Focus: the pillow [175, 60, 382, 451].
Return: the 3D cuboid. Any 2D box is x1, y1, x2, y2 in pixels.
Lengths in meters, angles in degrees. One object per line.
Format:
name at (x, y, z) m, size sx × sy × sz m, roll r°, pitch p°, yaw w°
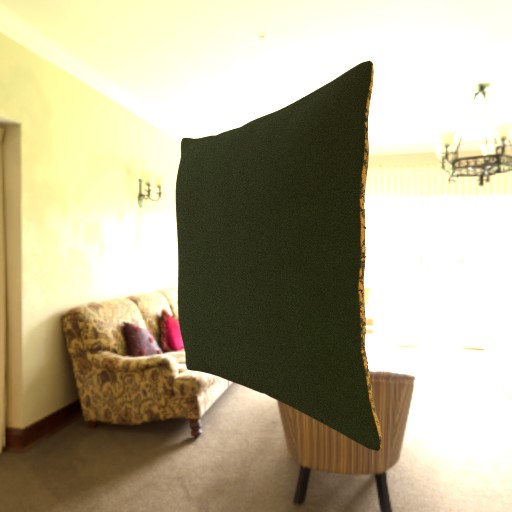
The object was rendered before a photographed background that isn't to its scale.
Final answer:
pillow at (0.000, 0.000, 0.774) m, size 0.166 × 0.510 × 0.523 m, roll -1°, pitch 1°, yaw -37°
